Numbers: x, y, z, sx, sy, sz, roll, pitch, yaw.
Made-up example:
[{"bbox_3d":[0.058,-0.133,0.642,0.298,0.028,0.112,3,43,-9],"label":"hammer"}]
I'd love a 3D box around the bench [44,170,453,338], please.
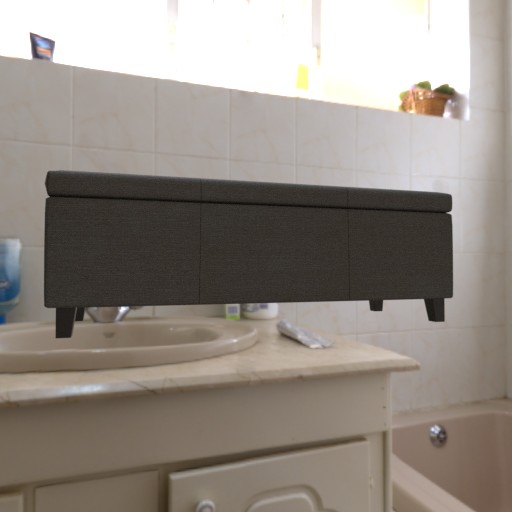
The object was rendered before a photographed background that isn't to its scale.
[{"bbox_3d":[0.000,0.000,1.499,1.269,0.438,0.446,0,-1,-17],"label":"bench"}]
